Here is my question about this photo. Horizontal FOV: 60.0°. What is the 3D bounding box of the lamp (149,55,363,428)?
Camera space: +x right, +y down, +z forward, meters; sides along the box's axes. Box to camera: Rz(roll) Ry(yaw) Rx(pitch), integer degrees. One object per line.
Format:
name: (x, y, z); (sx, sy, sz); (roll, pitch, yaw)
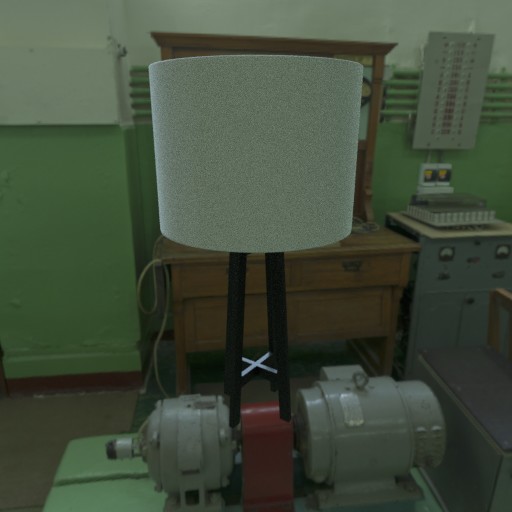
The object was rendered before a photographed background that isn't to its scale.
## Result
lamp: (0.000, 0.000, 0.617); (0.257, 0.489, 0.257); (-3, 18, -9)
